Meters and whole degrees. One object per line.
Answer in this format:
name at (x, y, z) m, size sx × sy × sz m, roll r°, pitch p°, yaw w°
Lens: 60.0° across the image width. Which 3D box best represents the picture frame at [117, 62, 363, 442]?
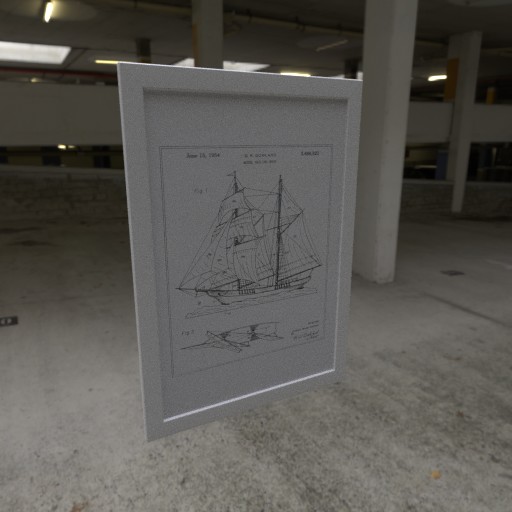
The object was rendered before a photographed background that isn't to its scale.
picture frame at (0.000, 0.000, 0.692) m, size 0.381 × 0.534 × 0.012 m, roll -8°, pitch 17°, yaw -27°
